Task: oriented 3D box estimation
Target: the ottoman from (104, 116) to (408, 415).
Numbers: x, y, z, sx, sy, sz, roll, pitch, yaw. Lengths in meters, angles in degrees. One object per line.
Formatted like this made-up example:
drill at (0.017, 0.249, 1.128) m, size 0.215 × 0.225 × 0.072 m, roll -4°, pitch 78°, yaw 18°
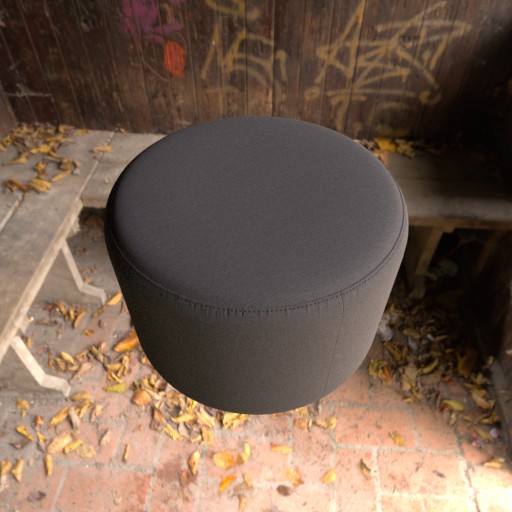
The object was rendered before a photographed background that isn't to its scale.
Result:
ottoman at (0.000, 0.000, 1.017) m, size 0.608 × 0.433 × 0.608 m, roll 0°, pitch 47°, yaw 0°
